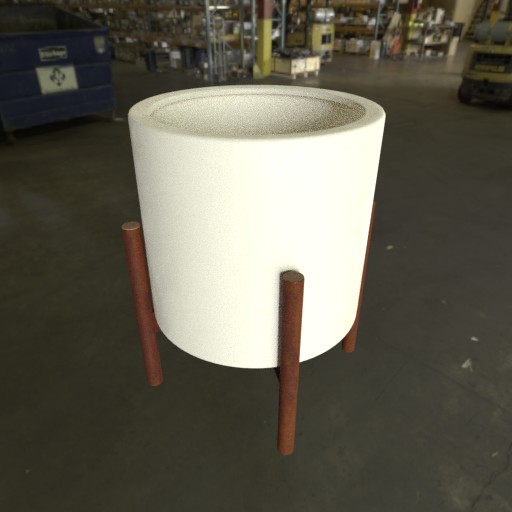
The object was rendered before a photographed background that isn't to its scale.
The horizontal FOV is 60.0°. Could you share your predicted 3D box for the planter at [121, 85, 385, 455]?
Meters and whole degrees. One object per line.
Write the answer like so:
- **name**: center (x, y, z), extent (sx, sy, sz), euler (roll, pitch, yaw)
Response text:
- **planter**: center (0.000, 0.000, 0.886), extent (0.420, 0.581, 0.421), euler (19, 35, 29)
